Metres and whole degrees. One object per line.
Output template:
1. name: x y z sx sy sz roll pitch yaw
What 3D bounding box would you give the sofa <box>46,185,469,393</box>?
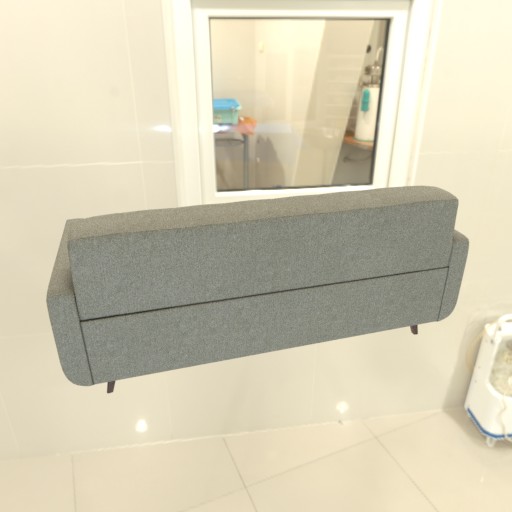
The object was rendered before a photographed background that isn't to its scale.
1. sofa: 0.000 0.000 2.524 2.055 0.873 0.968 -7 27 -15
